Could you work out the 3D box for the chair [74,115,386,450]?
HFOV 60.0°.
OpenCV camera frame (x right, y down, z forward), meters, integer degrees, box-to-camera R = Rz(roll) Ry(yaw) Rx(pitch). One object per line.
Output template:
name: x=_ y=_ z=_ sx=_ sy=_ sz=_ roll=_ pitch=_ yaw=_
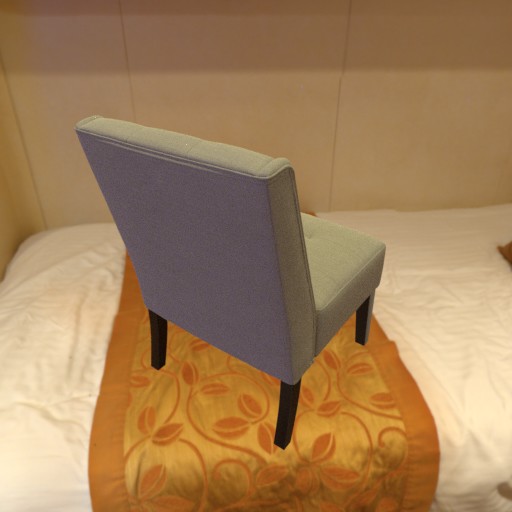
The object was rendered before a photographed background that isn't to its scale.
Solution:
chair: x=0.000 y=0.000 z=1.312 sx=0.569 sy=0.853 sz=0.676 roll=21 pitch=36 yaw=31
